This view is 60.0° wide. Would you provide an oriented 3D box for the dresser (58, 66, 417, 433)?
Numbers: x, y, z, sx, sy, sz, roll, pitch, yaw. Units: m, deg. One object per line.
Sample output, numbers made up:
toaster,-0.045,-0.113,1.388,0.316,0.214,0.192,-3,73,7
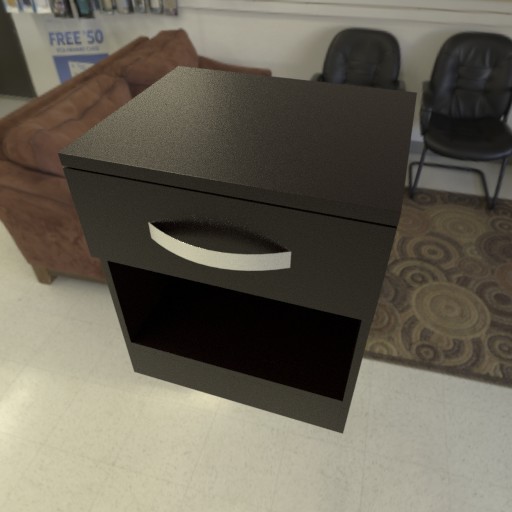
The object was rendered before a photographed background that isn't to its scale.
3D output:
dresser,0.000,0.000,0.747,0.400,0.470,0.360,12,42,14
